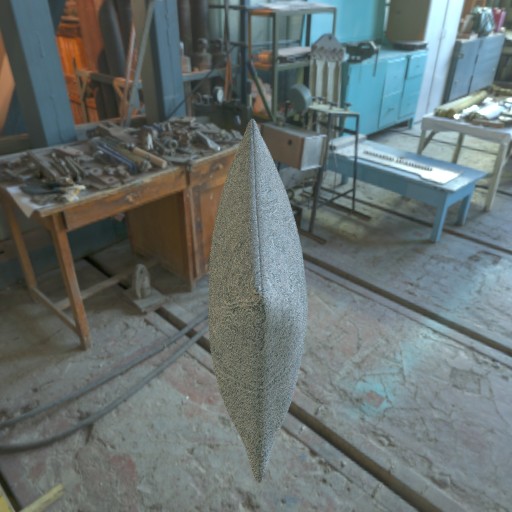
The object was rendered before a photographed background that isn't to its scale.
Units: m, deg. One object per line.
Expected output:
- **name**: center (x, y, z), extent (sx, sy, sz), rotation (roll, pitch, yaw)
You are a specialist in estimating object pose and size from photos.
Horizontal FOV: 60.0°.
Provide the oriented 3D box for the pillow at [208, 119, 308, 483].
- **pillow**: center (0.000, 0.000, 0.742), extent (0.151, 0.295, 0.615), rotation (-1, 32, -1)
